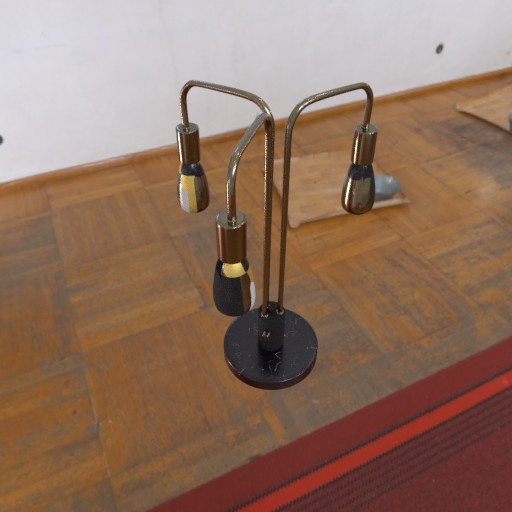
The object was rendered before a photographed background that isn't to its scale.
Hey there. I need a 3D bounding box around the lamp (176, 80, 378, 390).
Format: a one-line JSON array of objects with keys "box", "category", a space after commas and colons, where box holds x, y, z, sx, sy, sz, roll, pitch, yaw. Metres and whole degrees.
[{"box": [0.000, 0.000, 0.794, 0.355, 0.560, 0.368, 13, 43, 15], "category": "lamp"}]
